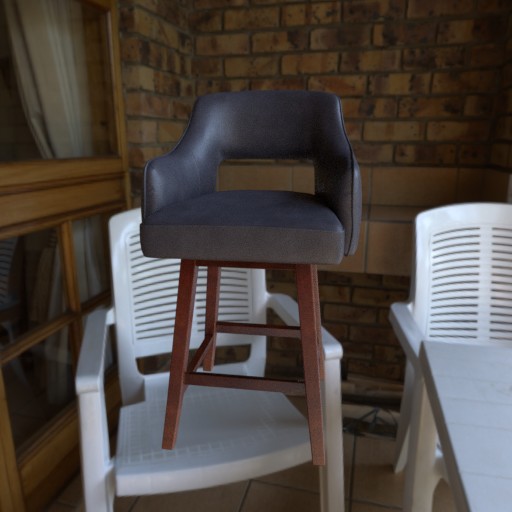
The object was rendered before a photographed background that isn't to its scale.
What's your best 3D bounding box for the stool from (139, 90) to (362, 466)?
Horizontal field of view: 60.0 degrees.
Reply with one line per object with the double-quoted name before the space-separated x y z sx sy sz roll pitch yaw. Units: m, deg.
"stool" 0.000 0.000 1.257 0.550 0.936 0.560 2 15 8
